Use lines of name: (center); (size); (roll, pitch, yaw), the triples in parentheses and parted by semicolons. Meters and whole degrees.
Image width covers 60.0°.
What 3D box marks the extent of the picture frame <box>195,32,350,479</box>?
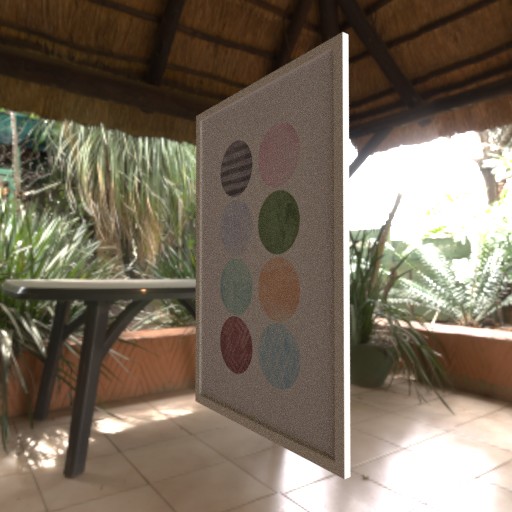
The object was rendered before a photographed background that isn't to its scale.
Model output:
picture frame: (0.000, 0.000, 0.840); (0.013, 0.657, 0.457); (1, -2, -36)
